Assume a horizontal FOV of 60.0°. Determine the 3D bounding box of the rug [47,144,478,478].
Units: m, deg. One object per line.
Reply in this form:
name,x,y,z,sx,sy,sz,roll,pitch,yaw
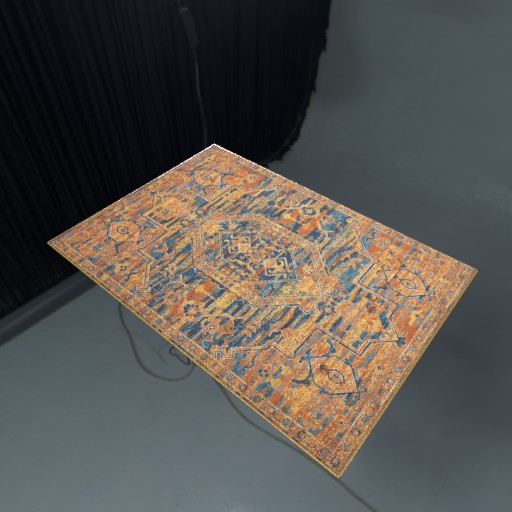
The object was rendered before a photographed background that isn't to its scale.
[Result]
rug,0.000,0.000,3.646,2.916,0.019,2.043,31,53,27
